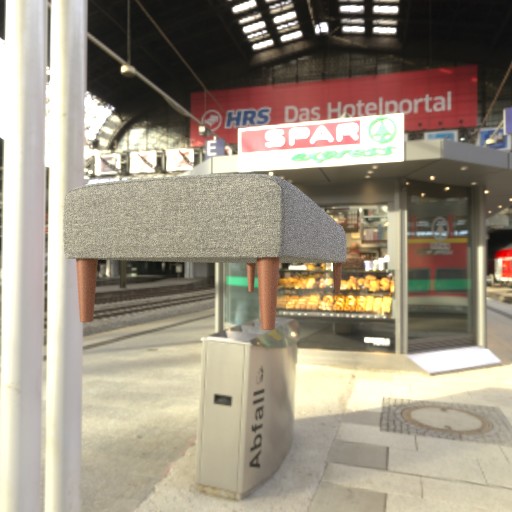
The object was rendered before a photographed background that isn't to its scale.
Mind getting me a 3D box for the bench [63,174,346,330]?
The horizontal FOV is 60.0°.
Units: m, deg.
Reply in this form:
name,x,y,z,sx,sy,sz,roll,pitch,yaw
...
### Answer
name,x,y,z,sx,sy,sz,roll,pitch,yaw
bench,0.000,0.000,1.844,0.631,0.384,1.598,0,-1,17
